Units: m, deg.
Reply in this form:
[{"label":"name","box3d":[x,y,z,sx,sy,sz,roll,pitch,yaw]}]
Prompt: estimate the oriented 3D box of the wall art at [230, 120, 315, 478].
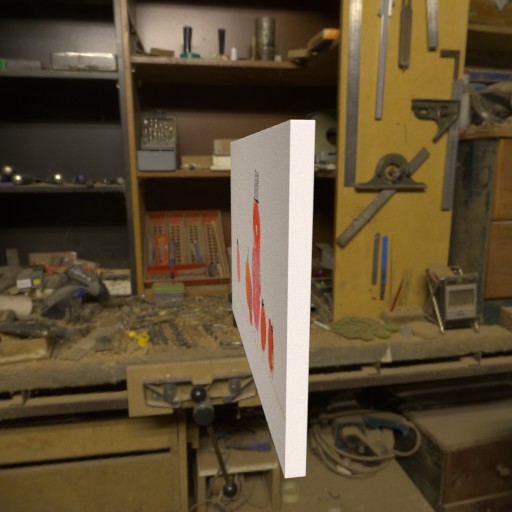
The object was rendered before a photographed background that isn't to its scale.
[{"label":"wall art","box3d":[0.000,0.000,1.165,0.038,0.609,0.914,-2,12,-9]}]
